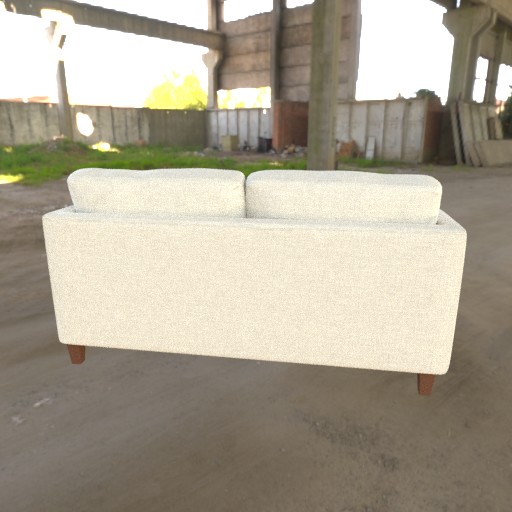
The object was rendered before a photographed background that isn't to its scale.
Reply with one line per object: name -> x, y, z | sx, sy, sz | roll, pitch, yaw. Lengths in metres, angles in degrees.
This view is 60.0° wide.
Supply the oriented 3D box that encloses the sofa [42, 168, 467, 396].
sofa -> 0.000, 0.000, 2.373 | 1.838, 0.963, 0.950 | 3, 17, 9
